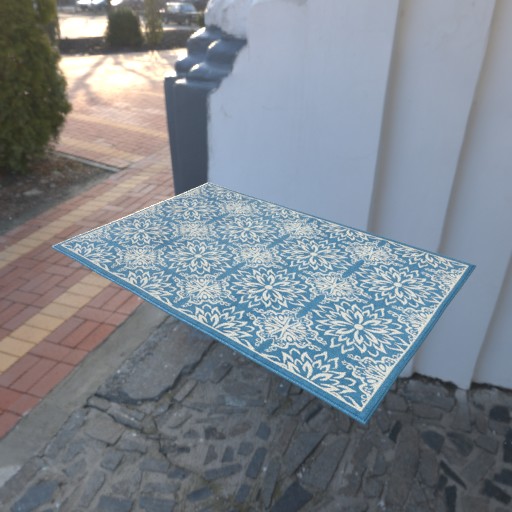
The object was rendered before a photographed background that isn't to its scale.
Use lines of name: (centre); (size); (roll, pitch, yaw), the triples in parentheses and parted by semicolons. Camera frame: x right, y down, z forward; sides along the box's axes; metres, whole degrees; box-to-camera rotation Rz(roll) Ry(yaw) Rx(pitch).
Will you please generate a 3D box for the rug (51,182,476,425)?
rug: (0.000, 0.000, 3.448); (2.769, 0.018, 1.830); (22, 37, 32)
